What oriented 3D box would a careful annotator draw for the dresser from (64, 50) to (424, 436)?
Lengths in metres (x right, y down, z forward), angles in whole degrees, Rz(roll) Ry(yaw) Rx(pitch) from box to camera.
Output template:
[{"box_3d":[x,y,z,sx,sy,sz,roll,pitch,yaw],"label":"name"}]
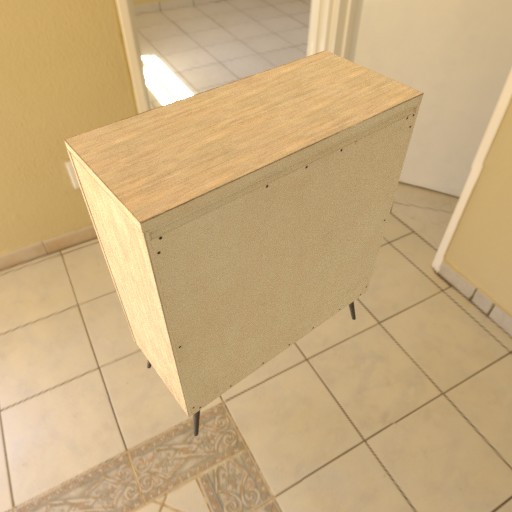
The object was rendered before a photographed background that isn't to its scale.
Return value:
[{"box_3d":[0.000,0.000,1.764,1.016,1.219,0.457,-29,53,-26],"label":"dresser"}]
